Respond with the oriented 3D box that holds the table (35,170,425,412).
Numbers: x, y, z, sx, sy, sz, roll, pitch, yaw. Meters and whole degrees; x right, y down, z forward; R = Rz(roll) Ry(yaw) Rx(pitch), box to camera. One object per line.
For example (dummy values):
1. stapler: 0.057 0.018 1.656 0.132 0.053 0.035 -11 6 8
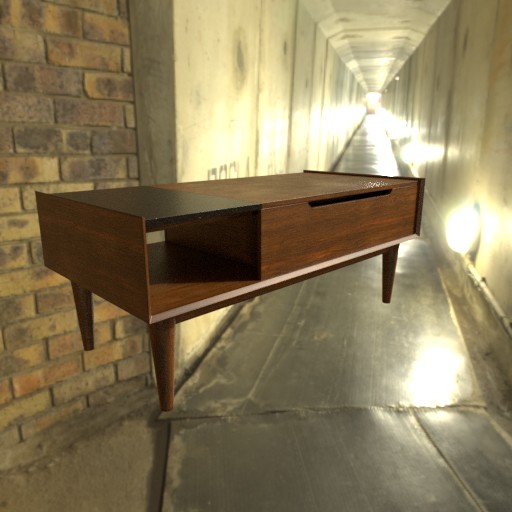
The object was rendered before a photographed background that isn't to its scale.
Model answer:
1. table: 0.000 0.000 1.569 1.221 0.508 0.610 -14 21 -42
